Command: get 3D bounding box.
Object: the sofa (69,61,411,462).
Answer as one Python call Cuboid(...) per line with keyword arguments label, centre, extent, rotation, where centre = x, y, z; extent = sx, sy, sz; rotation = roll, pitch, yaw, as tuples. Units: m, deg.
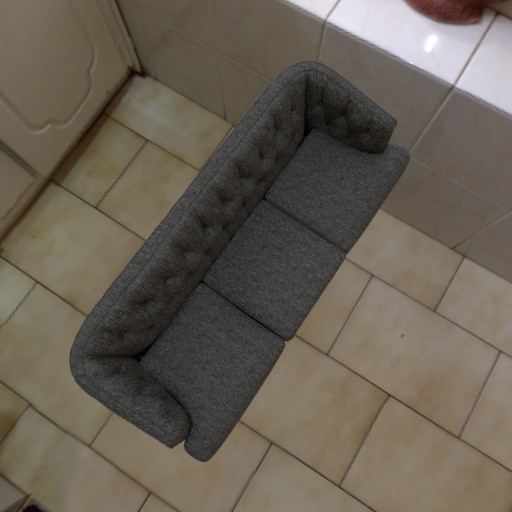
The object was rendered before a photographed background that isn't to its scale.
Cuboid(label="sofa", centre=(0.000, 0.000, 2.735), extent=(0.941, 0.855, 2.278), rotation=(34, 78, 8))
